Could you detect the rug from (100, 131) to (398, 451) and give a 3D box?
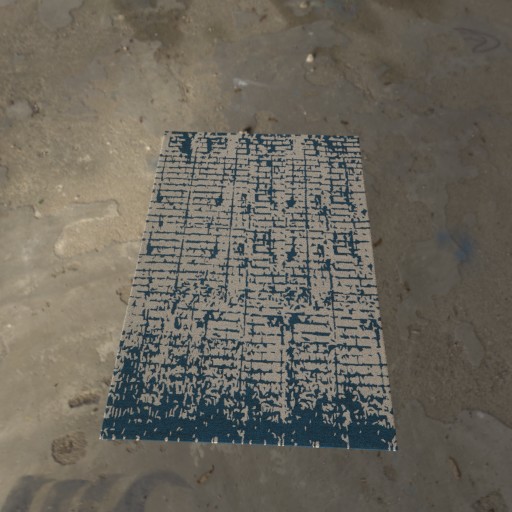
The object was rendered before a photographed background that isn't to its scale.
[{"bbox_3d":[0.000,0.000,2.299,1.220,0.007,1.828,2,58,1],"label":"rug"}]
